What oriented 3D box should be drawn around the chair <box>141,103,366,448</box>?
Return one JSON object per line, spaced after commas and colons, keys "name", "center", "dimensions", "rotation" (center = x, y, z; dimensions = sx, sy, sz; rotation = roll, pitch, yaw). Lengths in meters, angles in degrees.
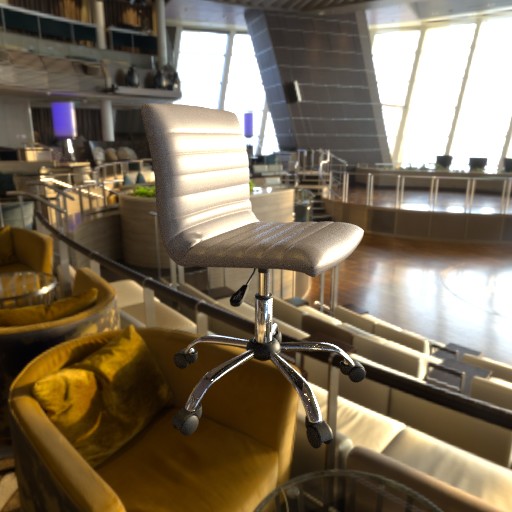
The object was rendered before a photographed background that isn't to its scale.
{"name": "chair", "center": [0.000, 0.000, 1.145], "dimensions": [0.542, 0.750, 0.569], "rotation": [7, 17, 26]}
